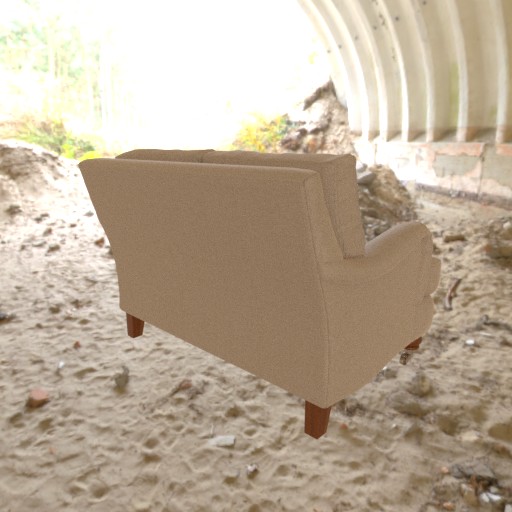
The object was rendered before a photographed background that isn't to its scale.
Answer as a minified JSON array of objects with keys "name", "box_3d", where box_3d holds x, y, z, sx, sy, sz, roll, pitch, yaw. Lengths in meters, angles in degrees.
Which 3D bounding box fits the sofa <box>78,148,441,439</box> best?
[{"name":"sofa","box_3d":[0.000,0.000,2.219,1.508,1.048,1.087,13,20,42]}]
